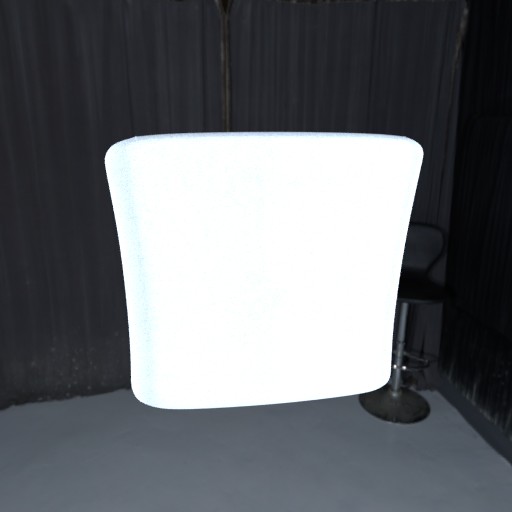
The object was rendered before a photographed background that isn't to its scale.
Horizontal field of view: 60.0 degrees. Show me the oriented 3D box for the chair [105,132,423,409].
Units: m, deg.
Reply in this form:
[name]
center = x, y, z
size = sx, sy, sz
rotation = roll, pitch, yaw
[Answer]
[chair]
center = 0.000, 0.000, 1.351
size = 0.790, 0.720, 0.700
rotation = -2, 15, -8
